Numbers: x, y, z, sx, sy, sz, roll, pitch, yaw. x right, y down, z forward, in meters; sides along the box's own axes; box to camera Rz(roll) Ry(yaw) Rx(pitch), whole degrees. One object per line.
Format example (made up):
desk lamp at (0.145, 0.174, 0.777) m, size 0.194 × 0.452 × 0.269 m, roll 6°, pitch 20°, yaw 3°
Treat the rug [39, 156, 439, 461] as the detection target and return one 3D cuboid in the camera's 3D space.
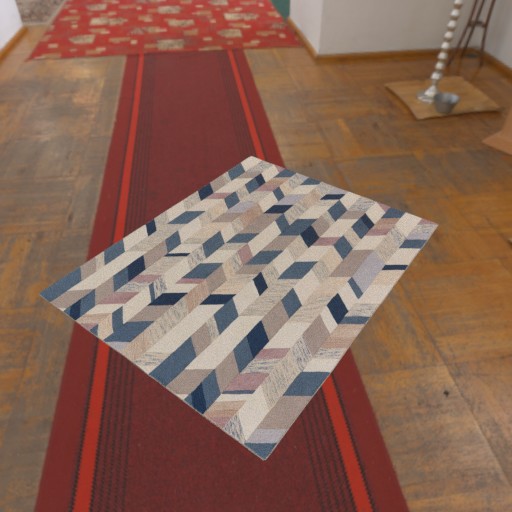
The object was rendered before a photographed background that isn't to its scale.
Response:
rug at (0.000, 0.000, 4.230) m, size 2.451 × 0.011 × 3.072 m, roll 26°, pitch 47°, yaw 27°
